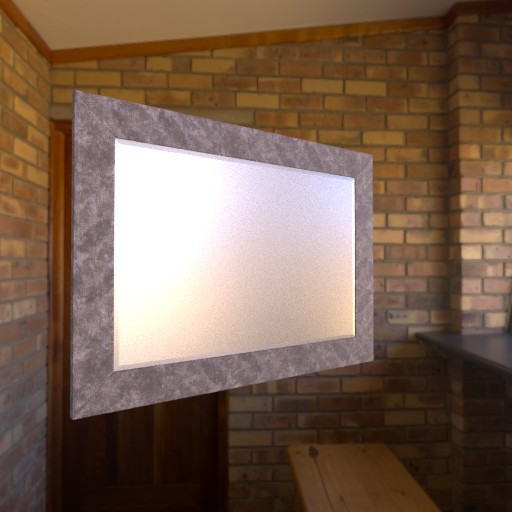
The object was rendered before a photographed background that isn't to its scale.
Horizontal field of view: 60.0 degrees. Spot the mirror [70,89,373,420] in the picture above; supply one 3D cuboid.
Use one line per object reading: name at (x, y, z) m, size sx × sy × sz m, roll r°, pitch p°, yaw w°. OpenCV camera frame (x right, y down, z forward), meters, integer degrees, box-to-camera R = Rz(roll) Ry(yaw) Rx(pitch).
mirror at (0.000, 0.000, 1.399) m, size 1.101 × 0.795 × 0.022 m, roll 1°, pitch -1°, yaw -36°
